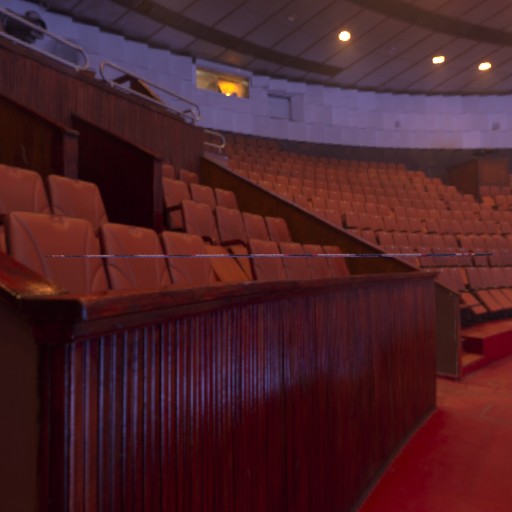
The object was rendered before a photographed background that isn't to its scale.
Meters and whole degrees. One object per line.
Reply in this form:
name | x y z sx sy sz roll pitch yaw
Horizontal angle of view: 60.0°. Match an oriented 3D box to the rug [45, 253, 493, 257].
rug | 0.000 0.000 2.682 2.440 0.009 0.760 0 -1 17
